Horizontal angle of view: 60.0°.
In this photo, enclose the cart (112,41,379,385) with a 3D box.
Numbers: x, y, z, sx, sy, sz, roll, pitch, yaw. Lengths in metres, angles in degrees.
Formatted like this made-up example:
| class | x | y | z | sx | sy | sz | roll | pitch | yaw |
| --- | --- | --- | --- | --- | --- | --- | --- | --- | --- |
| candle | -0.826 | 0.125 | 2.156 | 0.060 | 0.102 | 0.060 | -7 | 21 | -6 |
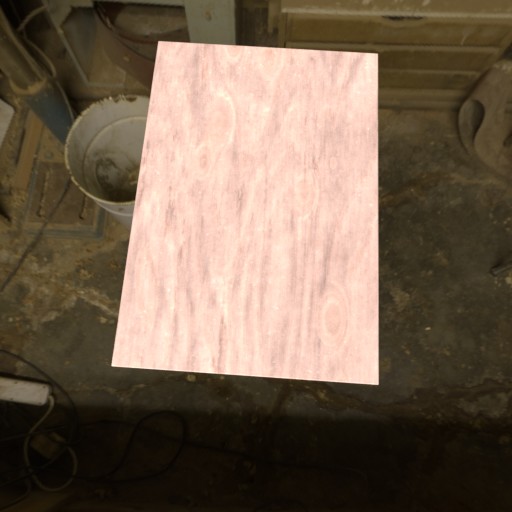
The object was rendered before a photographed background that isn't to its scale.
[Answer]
| class | x | y | z | sx | sy | sz | roll | pitch | yaw |
| --- | --- | --- | --- | --- | --- | --- | --- | --- | --- |
| cart | 0.000 | 0.000 | 1.136 | 0.403 | 0.839 | 0.584 | 4 | 76 | 1 |
